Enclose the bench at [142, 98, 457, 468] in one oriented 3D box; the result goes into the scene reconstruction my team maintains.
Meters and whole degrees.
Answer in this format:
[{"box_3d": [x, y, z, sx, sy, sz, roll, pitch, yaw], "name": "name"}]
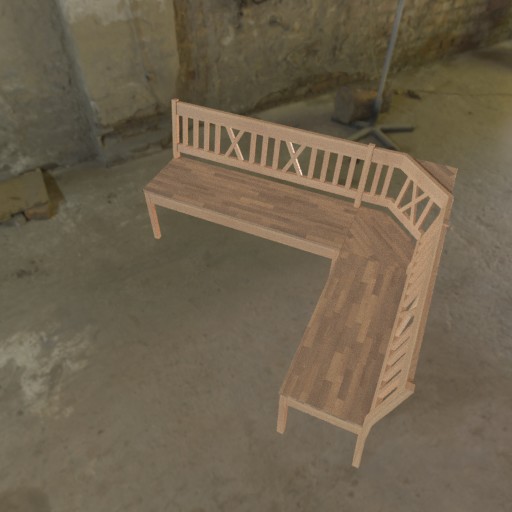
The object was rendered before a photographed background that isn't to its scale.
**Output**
[{"box_3d": [0.000, 0.000, 2.686, 1.937, 0.902, 1.537, 18, 50, 16], "name": "bench"}]
